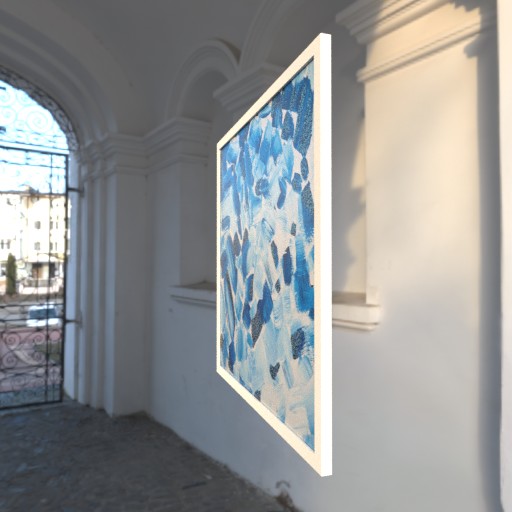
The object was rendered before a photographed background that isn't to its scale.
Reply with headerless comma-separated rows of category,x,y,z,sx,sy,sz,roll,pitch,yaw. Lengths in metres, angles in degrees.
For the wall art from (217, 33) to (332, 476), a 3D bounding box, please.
wall art,0.000,0.000,0.675,0.012,0.457,0.457,0,-1,-19
